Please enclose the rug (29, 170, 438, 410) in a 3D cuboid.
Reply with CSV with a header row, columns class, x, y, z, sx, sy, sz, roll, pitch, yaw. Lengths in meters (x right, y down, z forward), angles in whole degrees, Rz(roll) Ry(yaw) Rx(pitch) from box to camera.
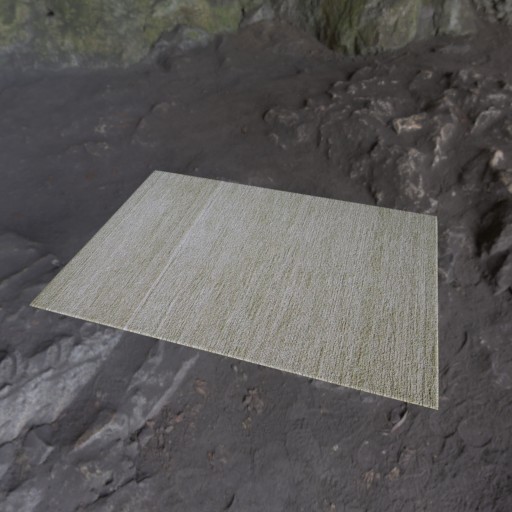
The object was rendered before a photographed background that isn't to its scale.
class,x,y,z,sx,sy,sz,roll,pitch,yaw
rug,0.000,0.000,2.900,2.270,0.017,1.606,11,42,13
